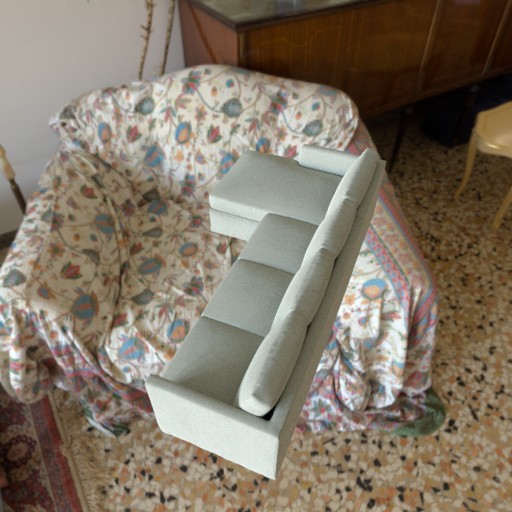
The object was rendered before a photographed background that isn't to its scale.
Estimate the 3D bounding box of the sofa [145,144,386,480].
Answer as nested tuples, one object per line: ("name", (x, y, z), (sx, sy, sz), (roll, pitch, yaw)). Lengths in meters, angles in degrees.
("sofa", (0.000, 0.000, 4.026), (1.650, 0.922, 3.205), (17, 47, 16))
